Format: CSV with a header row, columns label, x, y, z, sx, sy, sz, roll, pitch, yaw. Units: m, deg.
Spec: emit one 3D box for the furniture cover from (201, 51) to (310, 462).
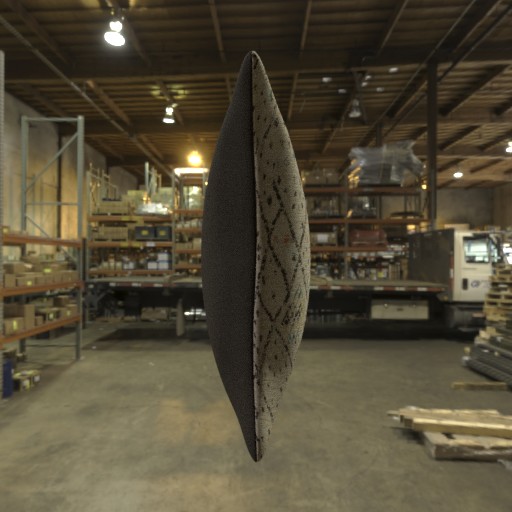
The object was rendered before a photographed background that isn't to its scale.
label,x,y,z,sx,sy,sz,roll,pitch,yaw
furniture cover,0.000,0.000,0.780,0.180,0.498,0.525,0,0,0
